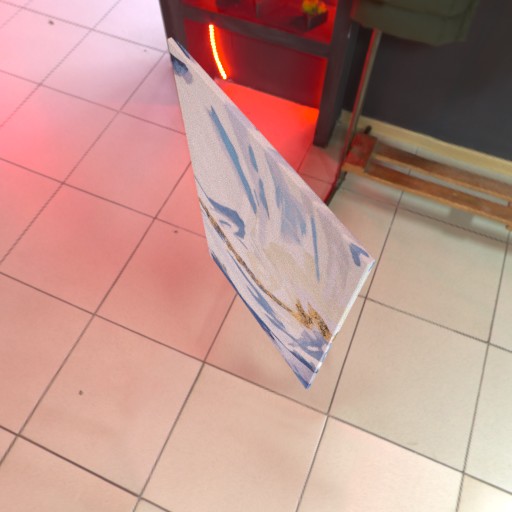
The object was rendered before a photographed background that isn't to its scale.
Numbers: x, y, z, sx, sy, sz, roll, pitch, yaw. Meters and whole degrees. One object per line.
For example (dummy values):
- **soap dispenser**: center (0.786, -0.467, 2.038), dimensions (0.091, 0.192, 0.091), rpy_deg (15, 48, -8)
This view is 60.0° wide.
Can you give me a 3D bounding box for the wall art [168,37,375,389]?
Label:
- **wall art**: center (0.000, 0.000, 1.169), dimensions (0.016, 0.914, 0.610), rpy_deg (-31, 66, -15)
